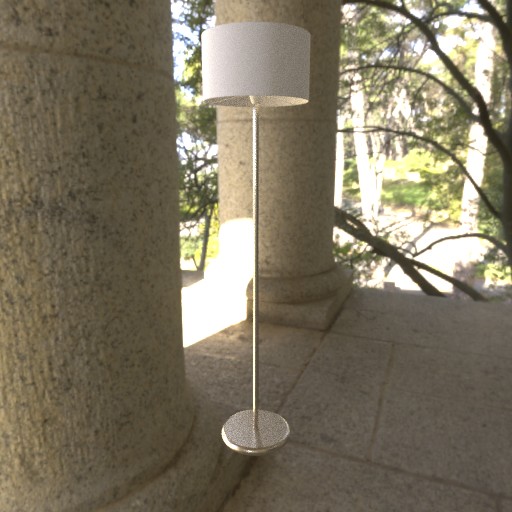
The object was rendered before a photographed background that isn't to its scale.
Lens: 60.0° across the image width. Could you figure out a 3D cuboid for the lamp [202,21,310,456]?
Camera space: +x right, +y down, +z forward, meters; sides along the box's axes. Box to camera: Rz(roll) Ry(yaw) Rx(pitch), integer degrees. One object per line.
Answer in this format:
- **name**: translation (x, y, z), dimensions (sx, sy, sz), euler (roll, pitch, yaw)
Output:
- **lamp**: translation (0.000, 0.000, 1.586), dimensions (0.347, 1.443, 0.347), euler (-2, 13, -8)
